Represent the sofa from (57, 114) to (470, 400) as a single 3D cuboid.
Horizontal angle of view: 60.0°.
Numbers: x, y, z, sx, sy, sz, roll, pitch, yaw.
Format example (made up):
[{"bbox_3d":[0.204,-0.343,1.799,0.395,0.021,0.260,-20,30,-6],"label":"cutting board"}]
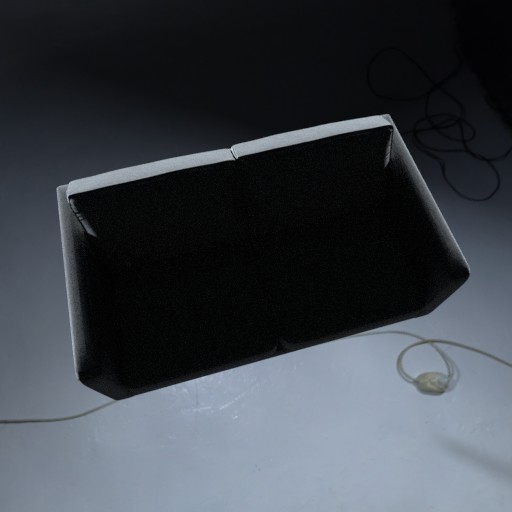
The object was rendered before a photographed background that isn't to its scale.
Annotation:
[{"bbox_3d":[0.000,0.000,2.271,1.731,0.900,1.000,-14,65,-7],"label":"sofa"}]
